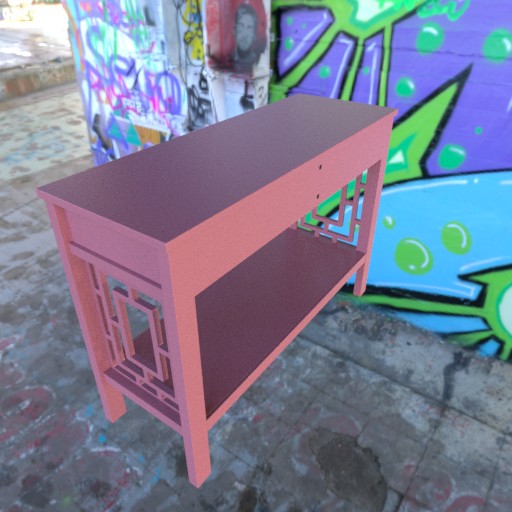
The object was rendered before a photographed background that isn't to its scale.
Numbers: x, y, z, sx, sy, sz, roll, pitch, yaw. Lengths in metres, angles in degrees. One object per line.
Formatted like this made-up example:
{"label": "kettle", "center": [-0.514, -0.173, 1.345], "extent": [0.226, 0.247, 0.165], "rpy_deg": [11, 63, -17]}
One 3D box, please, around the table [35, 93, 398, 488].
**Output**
{"label": "table", "center": [0.000, 0.000, 1.406], "extent": [0.397, 0.753, 1.068], "rpy_deg": [21, 38, 29]}
